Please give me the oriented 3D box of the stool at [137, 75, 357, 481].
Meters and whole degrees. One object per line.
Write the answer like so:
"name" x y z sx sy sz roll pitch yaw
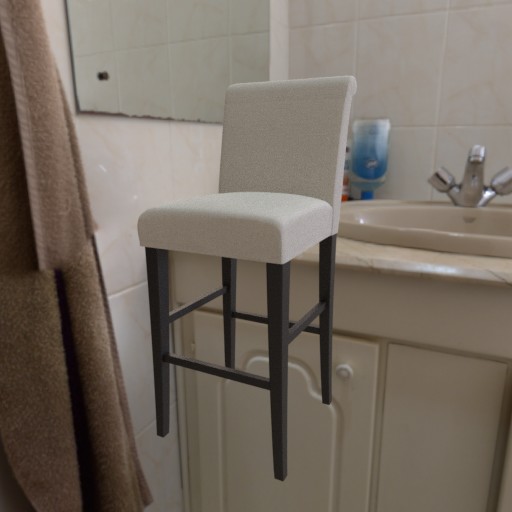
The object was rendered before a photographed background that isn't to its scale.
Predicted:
"stool" 0.000 0.000 1.429 0.452 1.124 0.597 7 15 26
